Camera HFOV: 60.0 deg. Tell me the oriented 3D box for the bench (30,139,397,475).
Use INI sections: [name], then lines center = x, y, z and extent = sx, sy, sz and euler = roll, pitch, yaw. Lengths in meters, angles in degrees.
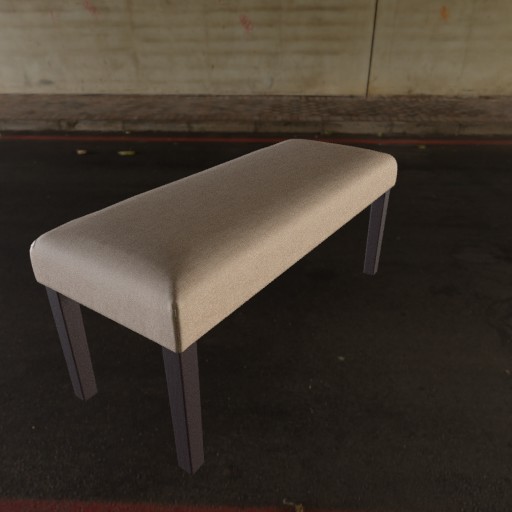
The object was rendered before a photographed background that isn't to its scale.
[bench]
center = 0.000, 0.000, 1.224
extent = 0.407, 0.456, 1.013
euler = 18, 33, 30
